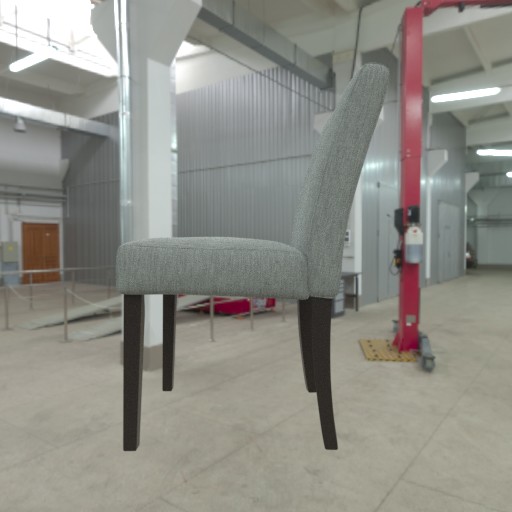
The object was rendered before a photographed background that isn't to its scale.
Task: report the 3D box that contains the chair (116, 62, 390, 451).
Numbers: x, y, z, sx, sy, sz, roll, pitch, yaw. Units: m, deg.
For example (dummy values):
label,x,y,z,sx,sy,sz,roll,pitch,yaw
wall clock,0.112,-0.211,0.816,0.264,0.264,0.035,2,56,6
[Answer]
label,x,y,z,sx,sy,sz,roll,pitch,yaw
chair,0.000,0.000,1.215,0.629,0.884,0.487,0,2,1
